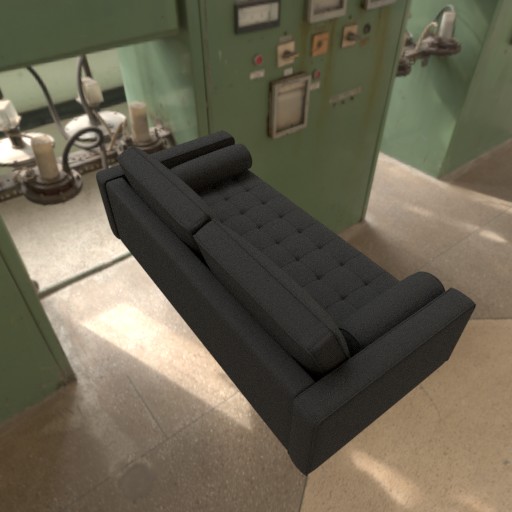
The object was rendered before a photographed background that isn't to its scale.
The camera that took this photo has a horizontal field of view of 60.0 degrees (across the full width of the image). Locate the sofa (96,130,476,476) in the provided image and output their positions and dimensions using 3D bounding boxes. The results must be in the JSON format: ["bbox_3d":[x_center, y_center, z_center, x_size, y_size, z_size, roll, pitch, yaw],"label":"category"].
[{"bbox_3d":[0.000,0.000,2.291,0.914,0.759,1.875,-27,49,-26],"label":"sofa"}]
